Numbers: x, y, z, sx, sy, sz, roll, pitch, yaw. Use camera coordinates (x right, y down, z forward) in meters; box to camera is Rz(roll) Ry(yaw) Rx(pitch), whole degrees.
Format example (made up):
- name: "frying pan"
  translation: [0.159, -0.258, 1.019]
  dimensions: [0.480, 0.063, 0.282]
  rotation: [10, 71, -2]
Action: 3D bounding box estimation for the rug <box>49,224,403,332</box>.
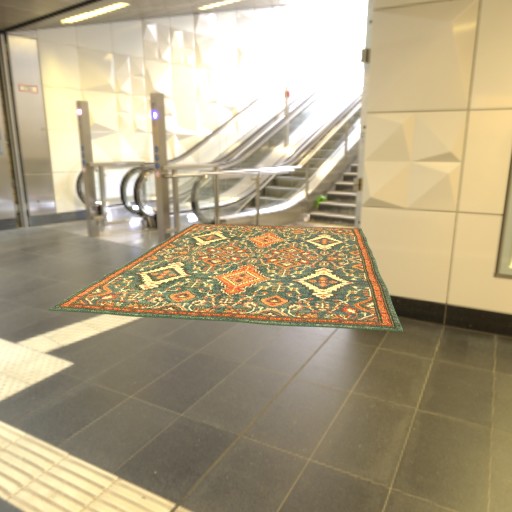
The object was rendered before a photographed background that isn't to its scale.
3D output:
- name: "rug"
  translation: [0.000, 0.000, 3.082]
  dimensions: [1.622, 0.009, 2.373]
  rotation: [2, 14, 9]
